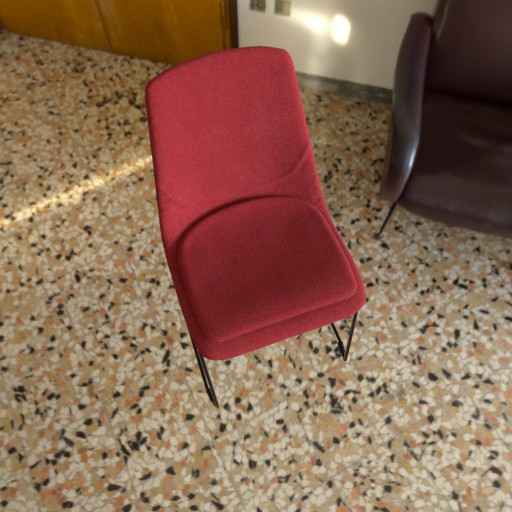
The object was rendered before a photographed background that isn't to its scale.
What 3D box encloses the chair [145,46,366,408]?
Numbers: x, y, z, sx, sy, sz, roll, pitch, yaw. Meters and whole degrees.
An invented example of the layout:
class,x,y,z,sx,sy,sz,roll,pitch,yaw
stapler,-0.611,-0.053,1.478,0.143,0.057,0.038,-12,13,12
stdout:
class,x,y,z,sx,sy,sz,roll,pitch,yaw
chair,0.000,0.000,1.157,0.479,0.858,0.518,-18,63,-9
